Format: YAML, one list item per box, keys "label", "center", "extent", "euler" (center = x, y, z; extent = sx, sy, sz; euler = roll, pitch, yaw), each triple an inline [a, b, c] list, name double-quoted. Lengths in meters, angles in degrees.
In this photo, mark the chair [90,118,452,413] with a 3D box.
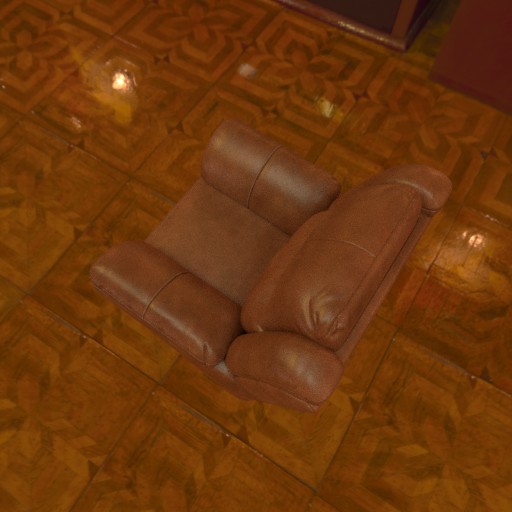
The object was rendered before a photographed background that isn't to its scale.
- label: "chair"
  center: [0.000, 0.000, 1.864]
  extent: [1.041, 1.093, 0.990]
  euler: [32, 69, 14]
